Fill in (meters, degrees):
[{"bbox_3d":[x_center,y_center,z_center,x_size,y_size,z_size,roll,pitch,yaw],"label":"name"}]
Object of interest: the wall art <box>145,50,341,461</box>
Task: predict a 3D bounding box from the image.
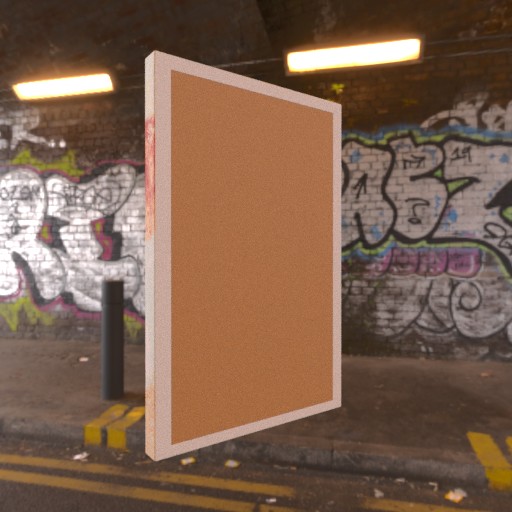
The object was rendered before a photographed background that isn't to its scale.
[{"bbox_3d":[0.000,0.000,0.788,0.401,0.610,0.038,0,0,-36],"label":"wall art"}]
